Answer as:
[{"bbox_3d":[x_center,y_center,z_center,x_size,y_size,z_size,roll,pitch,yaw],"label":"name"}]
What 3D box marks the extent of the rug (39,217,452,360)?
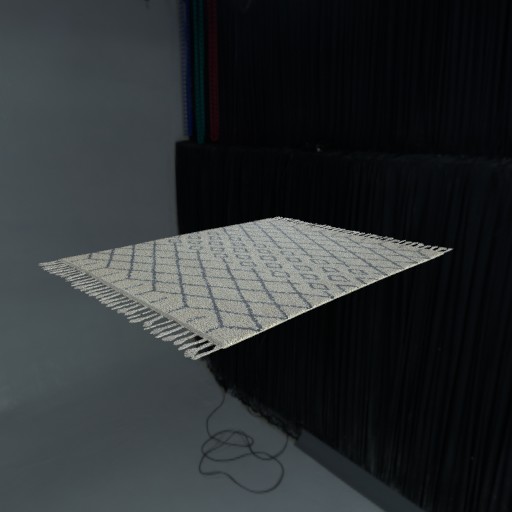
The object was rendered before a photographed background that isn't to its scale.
[{"bbox_3d":[0.000,0.000,4.216,3.213,0.030,2.388,-15,22,-42],"label":"rug"}]
